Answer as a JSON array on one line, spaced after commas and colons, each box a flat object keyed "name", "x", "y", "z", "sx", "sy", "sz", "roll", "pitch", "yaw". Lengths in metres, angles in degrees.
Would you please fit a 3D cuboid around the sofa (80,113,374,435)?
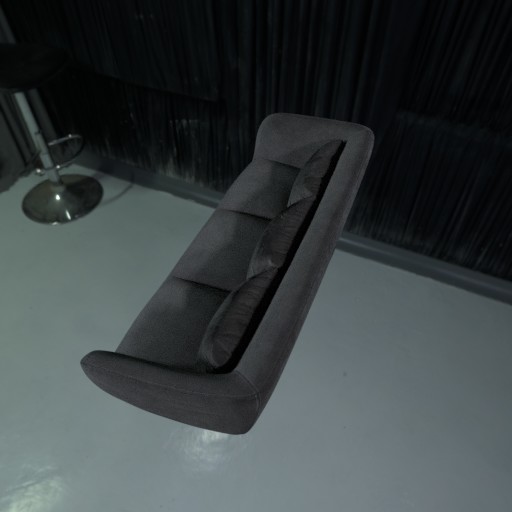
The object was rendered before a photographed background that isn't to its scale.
[{"name": "sofa", "x": 0.000, "y": 0.000, "z": 2.745, "sx": 0.956, "sy": 0.875, "sz": 2.296, "roll": 17, "pitch": 50, "yaw": 15}]
